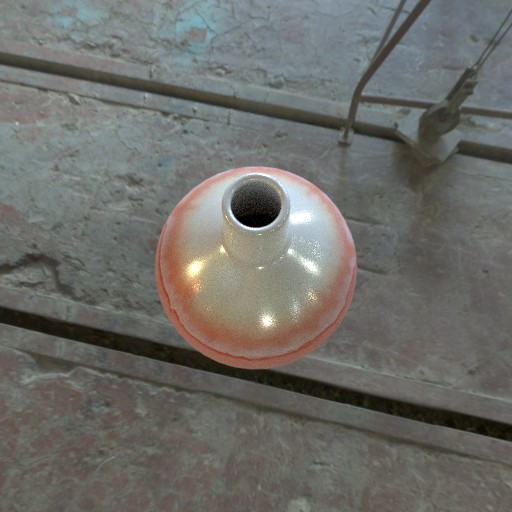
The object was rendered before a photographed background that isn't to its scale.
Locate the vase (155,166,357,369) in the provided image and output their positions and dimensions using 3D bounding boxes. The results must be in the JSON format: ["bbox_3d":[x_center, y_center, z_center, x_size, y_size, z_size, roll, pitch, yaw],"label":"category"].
[{"bbox_3d":[0.000,0.000,0.278,0.137,0.176,0.137,0,75,0],"label":"vase"}]
